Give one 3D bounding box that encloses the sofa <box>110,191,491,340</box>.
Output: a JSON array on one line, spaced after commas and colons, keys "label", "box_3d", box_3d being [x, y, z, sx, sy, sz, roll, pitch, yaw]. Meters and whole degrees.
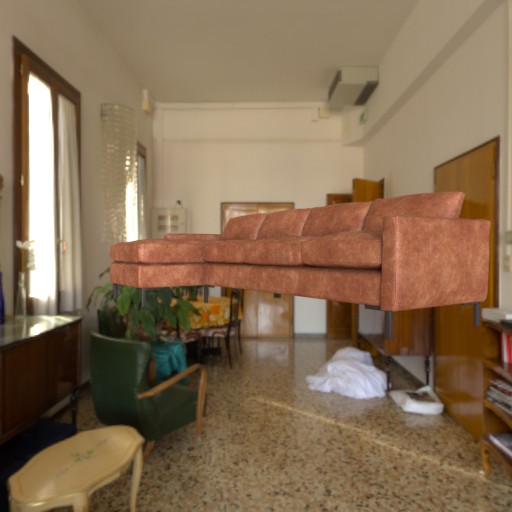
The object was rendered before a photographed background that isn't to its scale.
[{"label": "sofa", "box_3d": [0.000, 0.000, 3.535, 1.471, 0.859, 2.993, 0, 1, -35]}]
